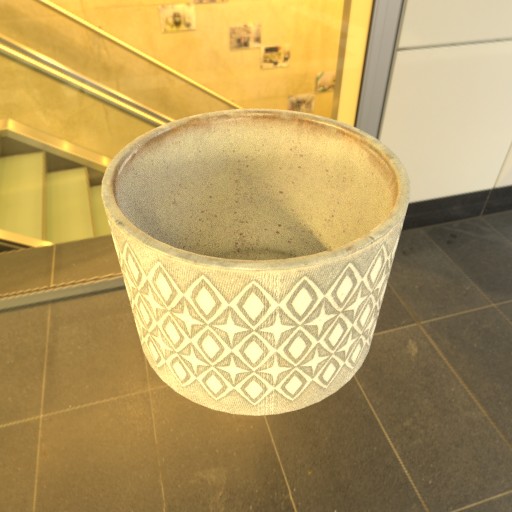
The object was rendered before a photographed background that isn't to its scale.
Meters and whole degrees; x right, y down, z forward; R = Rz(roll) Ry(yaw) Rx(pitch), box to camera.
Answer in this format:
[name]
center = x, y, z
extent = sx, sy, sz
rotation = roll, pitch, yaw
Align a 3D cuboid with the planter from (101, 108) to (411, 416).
[planter]
center = 0.000, 0.000, 0.322
extent = 0.186, 0.144, 0.186
rotation = 0, 41, 0
